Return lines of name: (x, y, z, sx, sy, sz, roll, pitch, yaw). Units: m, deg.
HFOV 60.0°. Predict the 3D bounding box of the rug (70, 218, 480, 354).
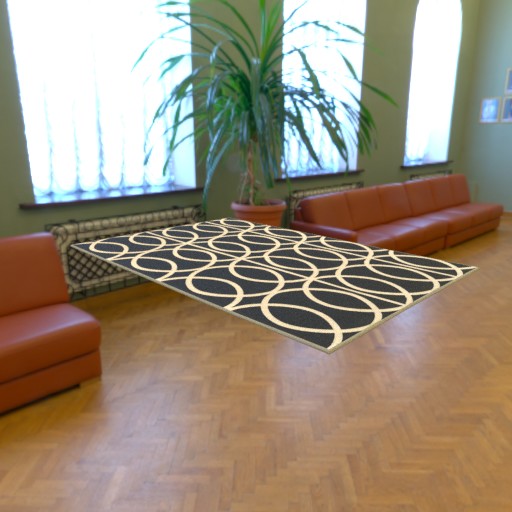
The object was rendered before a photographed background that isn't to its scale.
rug: (0.000, 0.000, 2.929, 1.528, 0.014, 2.294, -15, 21, -43)
